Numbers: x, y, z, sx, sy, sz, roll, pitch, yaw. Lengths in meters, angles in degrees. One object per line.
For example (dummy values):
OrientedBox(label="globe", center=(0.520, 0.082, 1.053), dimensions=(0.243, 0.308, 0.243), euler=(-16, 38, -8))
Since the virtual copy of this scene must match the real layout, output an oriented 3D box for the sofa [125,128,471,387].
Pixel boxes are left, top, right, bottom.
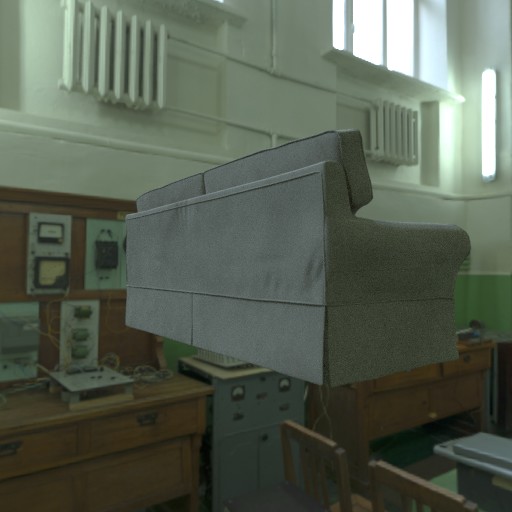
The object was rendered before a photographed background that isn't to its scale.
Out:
OrientedBox(label="sofa", center=(0.000, 0.000, 2.710), dimensions=(0.900, 1.014, 2.246), euler=(1, -2, -36))
